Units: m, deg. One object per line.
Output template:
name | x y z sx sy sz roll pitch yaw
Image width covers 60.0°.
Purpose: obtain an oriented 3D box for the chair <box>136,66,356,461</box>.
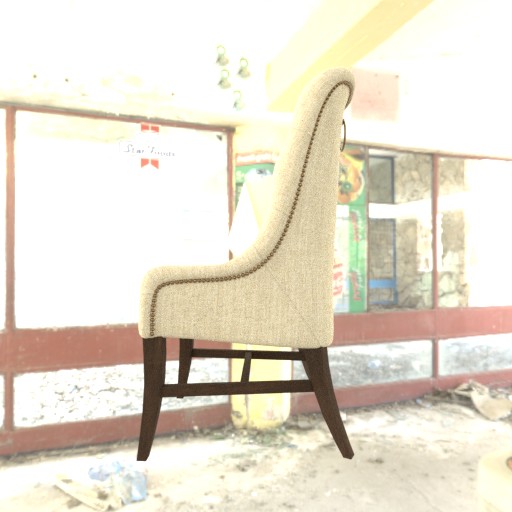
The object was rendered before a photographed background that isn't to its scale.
chair | 0.000 0.000 1.458 0.629 1.091 0.634 0 -1 1
